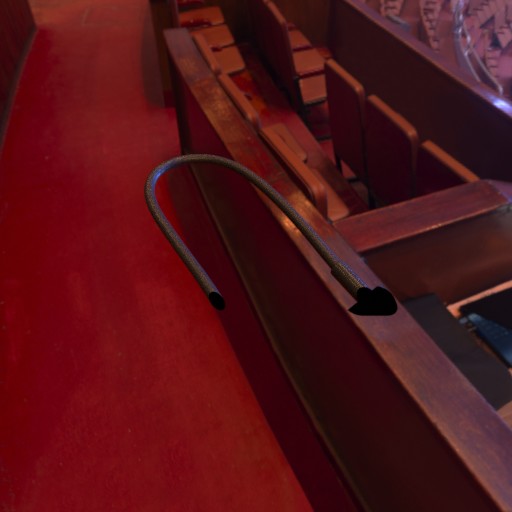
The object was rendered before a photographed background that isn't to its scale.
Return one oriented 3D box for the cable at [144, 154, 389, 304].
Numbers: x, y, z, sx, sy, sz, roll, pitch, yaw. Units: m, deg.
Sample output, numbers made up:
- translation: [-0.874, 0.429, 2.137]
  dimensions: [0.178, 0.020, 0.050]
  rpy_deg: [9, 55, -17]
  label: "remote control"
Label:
- translation: [0.000, 0.000, 0.110]
  dimensions: [0.041, 0.005, 0.098]
  rpy_deg: [-22, 50, -20]
  label: "cable"
